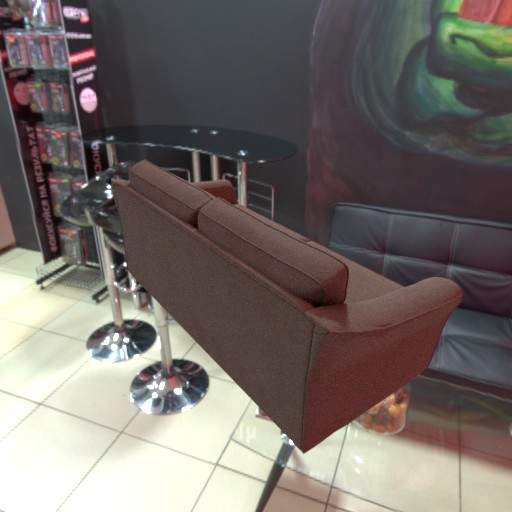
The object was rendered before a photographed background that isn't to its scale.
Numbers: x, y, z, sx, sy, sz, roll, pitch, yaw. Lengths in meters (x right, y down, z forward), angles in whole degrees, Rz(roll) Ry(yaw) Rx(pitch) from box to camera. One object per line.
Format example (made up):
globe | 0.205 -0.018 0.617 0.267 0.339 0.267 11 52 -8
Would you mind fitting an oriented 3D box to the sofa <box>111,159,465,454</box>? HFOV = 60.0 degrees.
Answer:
sofa | 0.000 0.000 2.763 0.986 0.906 2.270 -18 32 -31
